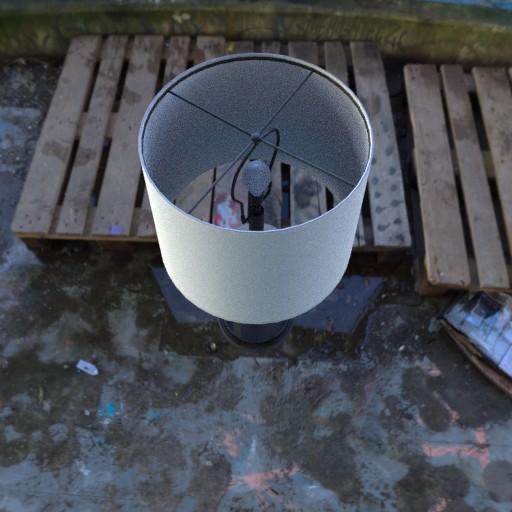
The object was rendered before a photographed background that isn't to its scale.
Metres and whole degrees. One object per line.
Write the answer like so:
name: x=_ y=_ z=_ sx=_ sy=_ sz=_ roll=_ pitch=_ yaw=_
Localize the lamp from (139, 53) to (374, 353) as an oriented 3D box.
lamp: x=0.000 y=0.000 z=0.644 sx=0.251 sy=0.509 sz=0.251 roll=0 pitch=63 yaw=0
